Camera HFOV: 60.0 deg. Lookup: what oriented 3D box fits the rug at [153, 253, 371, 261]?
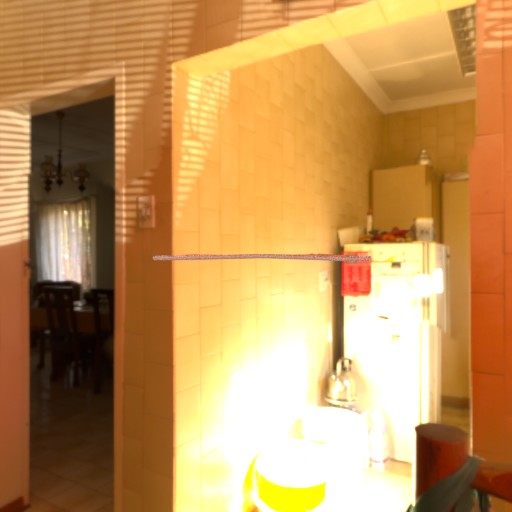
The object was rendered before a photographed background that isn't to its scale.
[{"bbox_3d":[0.000,0.000,2.547,0.692,0.032,2.320,0,0,-1],"label":"rug"}]
